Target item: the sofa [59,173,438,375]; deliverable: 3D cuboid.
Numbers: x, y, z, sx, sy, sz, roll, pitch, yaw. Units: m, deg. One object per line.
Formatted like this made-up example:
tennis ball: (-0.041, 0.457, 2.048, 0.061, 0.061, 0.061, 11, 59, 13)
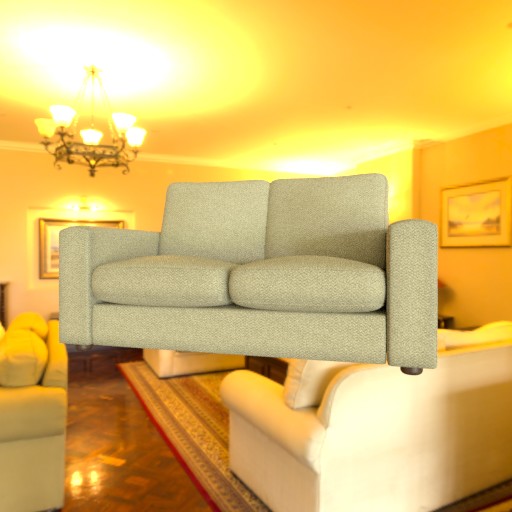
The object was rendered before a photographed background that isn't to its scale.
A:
sofa: (0.000, 0.000, 2.236, 1.616, 0.873, 1.016, 0, 1, 16)
